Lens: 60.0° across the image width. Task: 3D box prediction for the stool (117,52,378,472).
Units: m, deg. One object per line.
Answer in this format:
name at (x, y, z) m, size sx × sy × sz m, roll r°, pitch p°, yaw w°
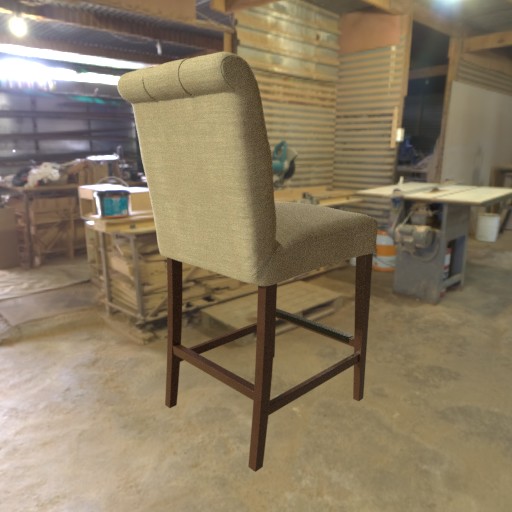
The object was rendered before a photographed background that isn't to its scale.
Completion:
stool at (0.000, 0.000, 1.414) m, size 0.660 × 1.084 × 0.486 m, roll -13°, pitch 19°, yaw -42°
